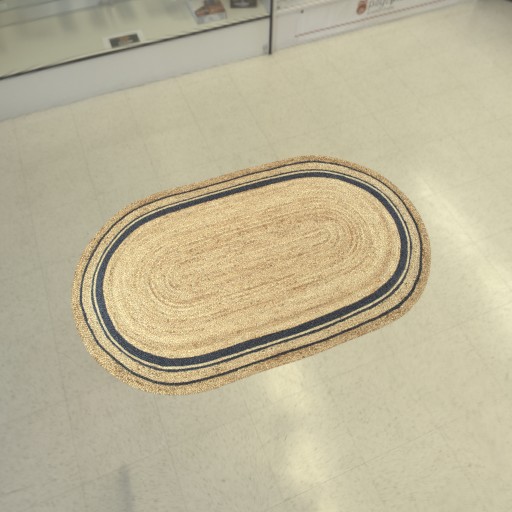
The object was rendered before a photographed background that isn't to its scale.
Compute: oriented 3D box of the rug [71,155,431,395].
[{"bbox_3d":[0.000,0.000,2.977,2.432,0.006,1.520,-17,60,-10],"label":"rug"}]
